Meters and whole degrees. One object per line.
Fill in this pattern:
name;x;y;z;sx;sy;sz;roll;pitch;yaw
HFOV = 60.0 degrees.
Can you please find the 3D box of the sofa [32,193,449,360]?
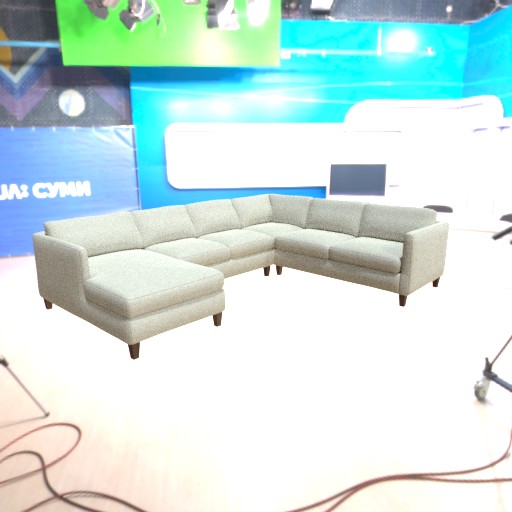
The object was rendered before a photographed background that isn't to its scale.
sofa;0.000;0.000;4.325;2.551;0.853;3.238;13;19;41
